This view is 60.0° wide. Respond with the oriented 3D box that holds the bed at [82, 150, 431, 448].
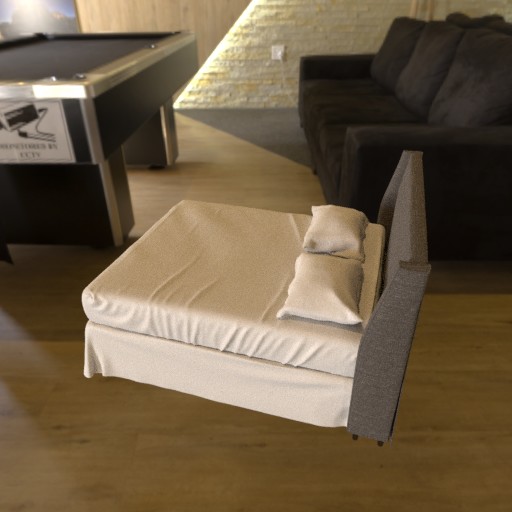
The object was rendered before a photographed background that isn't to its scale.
[{"bbox_3d":[0.000,0.000,3.422,2.276,1.332,1.925,9,32,14],"label":"bed"}]
